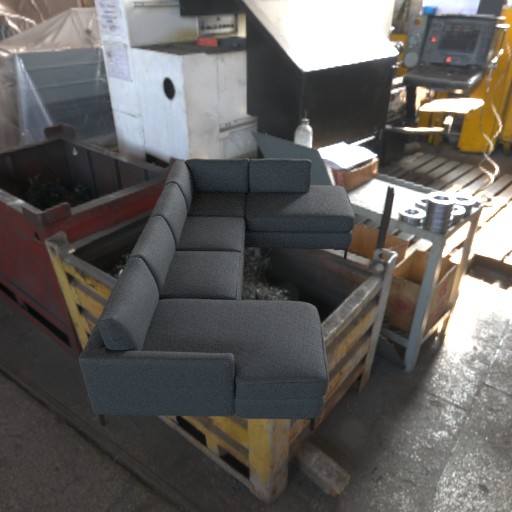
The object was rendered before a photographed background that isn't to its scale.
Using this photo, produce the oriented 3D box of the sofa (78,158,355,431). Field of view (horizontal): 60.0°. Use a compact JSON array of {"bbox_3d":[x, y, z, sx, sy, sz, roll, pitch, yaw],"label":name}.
[{"bbox_3d":[0.000,0.000,3.865,1.984,0.858,2.975,1,31,1],"label":"sofa"}]
